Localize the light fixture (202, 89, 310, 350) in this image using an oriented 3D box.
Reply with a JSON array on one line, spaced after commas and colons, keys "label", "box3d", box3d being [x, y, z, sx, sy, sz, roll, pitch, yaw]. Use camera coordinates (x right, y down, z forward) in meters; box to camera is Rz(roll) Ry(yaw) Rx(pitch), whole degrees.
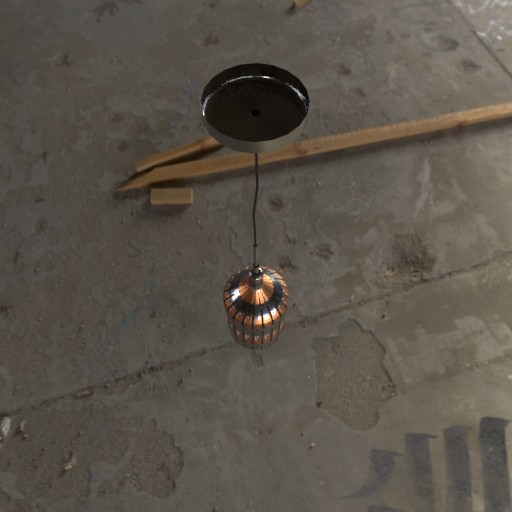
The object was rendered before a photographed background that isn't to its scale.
[{"label": "light fixture", "box3d": [0.000, 0.000, 1.689, 0.303, 1.535, 0.303, 0, 62, 0]}]
